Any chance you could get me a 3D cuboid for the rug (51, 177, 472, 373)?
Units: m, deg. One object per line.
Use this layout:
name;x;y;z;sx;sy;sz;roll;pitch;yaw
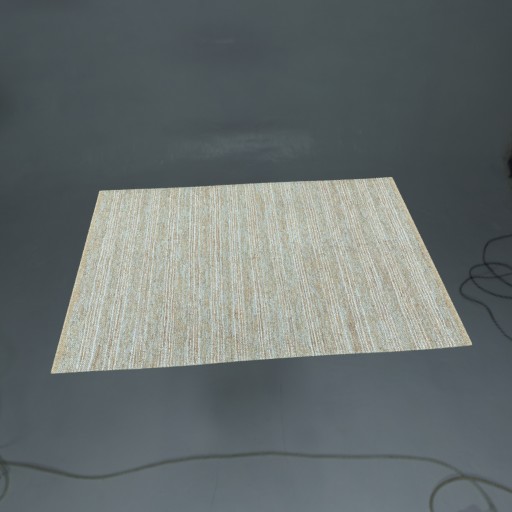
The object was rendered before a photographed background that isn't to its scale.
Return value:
rug;0.000;0.000;2.334;1.824;0.010;1.240;-3;46;-3
